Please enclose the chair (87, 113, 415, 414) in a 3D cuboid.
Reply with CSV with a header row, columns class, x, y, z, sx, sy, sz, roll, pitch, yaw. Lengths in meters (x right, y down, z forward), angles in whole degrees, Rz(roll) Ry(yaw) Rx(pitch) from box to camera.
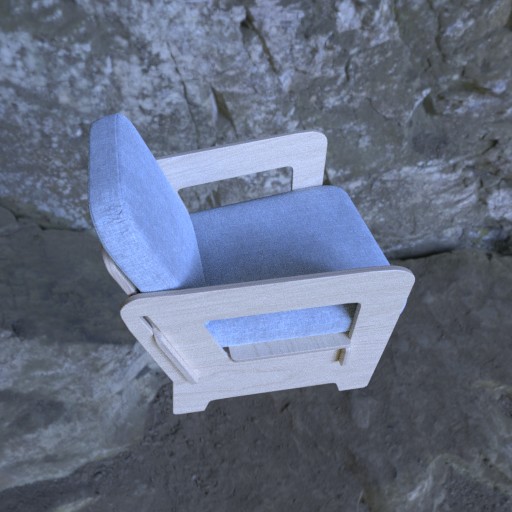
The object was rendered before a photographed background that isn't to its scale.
class,x,y,z,sx,sy,sz,roll,pitch,yaw
chair,0.000,0.000,1.244,0.710,0.800,0.590,-10,48,-9
